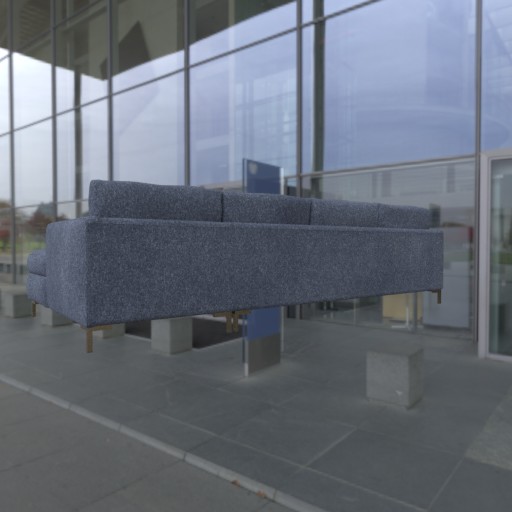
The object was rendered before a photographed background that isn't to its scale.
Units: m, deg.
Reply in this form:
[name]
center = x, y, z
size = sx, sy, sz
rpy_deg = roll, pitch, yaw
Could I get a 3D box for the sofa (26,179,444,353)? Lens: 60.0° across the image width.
[sofa]
center = 0.000, 0.000, 3.348
size = 2.932, 0.810, 1.350
rpy_deg = -1, 2, -36
